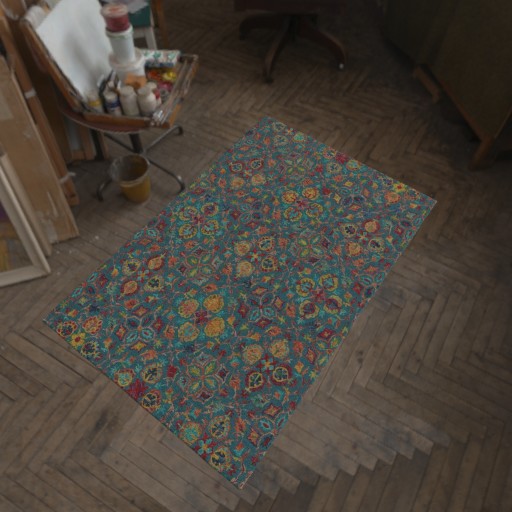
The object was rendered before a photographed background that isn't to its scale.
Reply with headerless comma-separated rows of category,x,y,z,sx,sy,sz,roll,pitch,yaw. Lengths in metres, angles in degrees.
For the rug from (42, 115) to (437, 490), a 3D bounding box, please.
rug,0.000,0.000,2.338,1.216,0.014,1.836,32,63,19
